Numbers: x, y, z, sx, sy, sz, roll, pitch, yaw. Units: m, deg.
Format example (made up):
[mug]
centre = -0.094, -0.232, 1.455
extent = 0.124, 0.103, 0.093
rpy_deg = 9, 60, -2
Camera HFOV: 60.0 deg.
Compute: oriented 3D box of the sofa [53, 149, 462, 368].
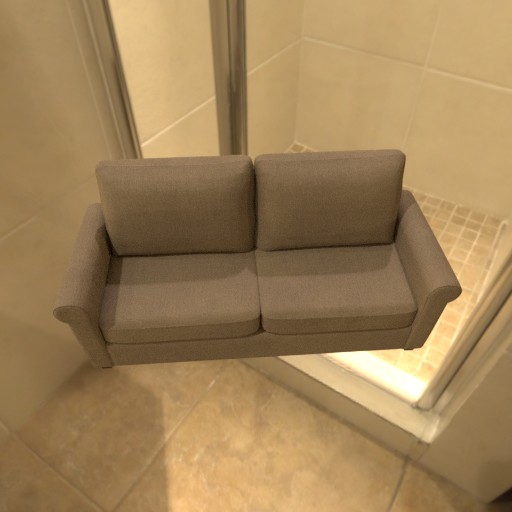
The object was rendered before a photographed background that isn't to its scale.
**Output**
[sofa]
centre = 0.000, 0.000, 2.453
extent = 1.935, 0.942, 0.842
rpy_deg = -3, 47, -3
